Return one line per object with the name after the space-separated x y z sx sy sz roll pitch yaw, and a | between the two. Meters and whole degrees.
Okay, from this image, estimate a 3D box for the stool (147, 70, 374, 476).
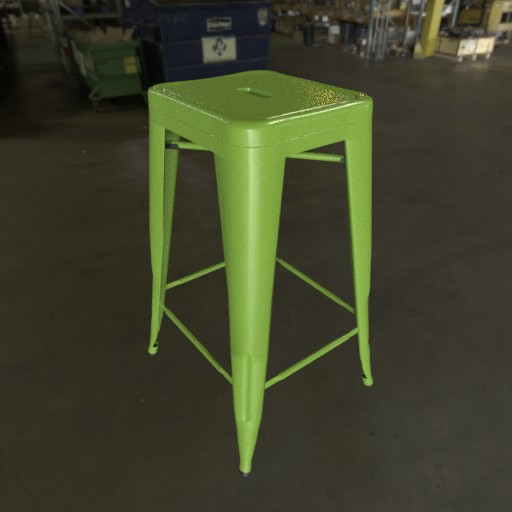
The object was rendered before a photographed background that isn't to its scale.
0.000 0.000 0.851 0.358 0.609 0.398 -22 39 -30 | stool
